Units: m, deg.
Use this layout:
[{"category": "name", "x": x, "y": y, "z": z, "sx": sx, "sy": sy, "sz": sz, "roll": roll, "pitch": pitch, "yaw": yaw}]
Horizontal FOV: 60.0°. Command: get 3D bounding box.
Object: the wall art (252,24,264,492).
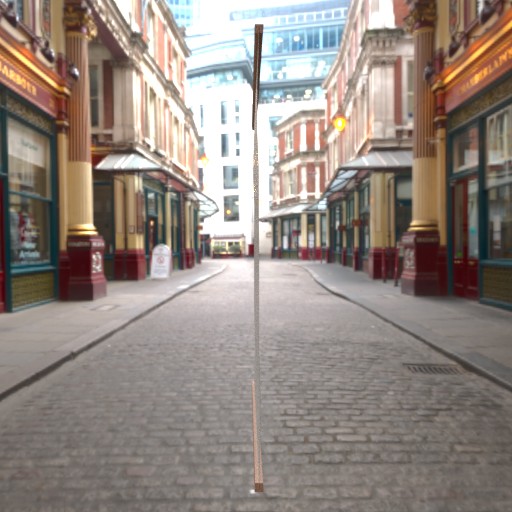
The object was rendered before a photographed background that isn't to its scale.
[{"category": "wall art", "x": 0.000, "y": 0.000, "z": 1.332, "sx": 0.020, "sy": 1.013, "sz": 0.758, "roll": 0, "pitch": 0, "yaw": -1}]
